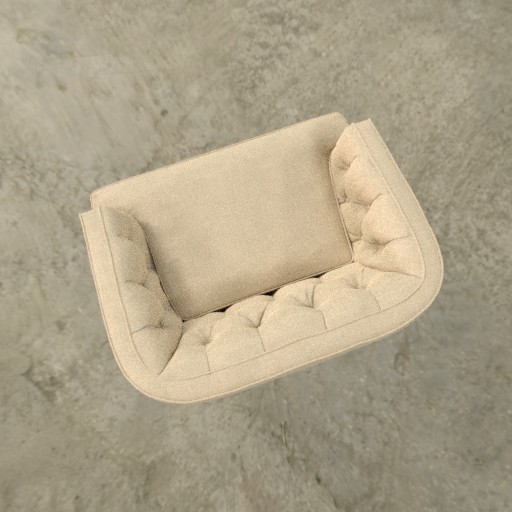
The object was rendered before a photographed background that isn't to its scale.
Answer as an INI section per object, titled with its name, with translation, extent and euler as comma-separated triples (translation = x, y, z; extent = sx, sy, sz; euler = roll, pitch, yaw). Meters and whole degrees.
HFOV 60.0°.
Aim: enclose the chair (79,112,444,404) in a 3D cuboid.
[chair]
translation = 0.000, 0.000, 1.756
extent = 1.118, 0.787, 0.914
euler = -19, 77, -5
